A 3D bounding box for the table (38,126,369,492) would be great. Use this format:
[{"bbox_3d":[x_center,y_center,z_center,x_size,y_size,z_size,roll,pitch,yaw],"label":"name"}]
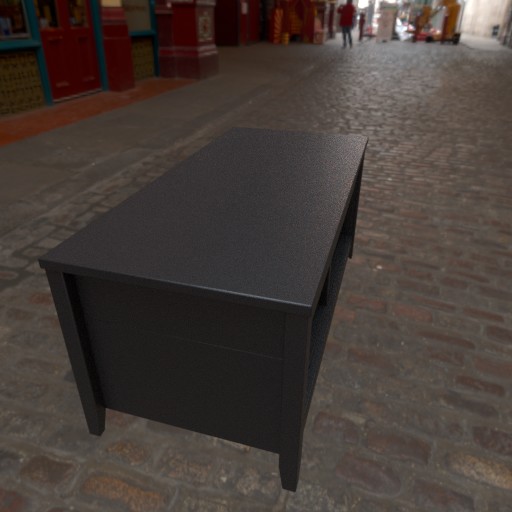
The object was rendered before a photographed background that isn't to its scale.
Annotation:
[{"bbox_3d":[0.000,0.000,1.242,0.483,0.457,1.016,9,30,15],"label":"table"}]
